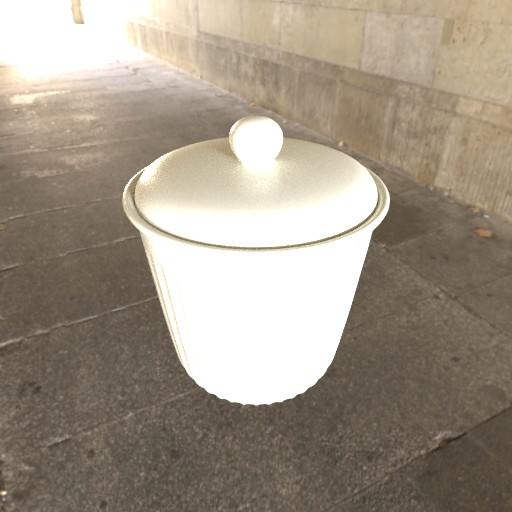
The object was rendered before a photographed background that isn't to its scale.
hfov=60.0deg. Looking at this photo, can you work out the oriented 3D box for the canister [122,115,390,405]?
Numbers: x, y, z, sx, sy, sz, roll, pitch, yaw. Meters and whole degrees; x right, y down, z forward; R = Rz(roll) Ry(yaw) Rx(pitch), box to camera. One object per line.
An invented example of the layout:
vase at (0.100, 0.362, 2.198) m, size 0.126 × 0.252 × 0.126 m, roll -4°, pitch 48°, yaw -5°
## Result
canister at (0.000, 0.000, 0.341) m, size 0.181 × 0.211 × 0.181 m, roll 0°, pitch 33°, yaw 0°
